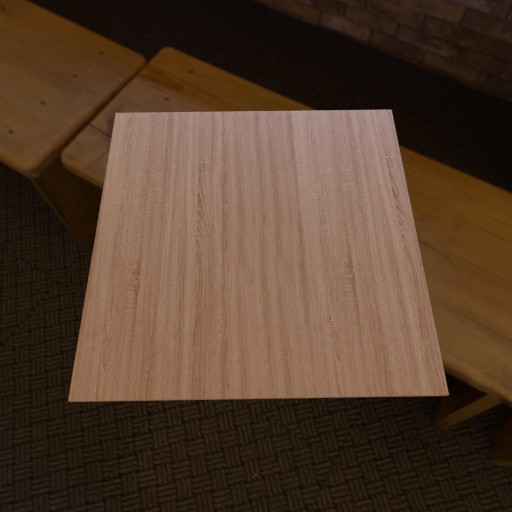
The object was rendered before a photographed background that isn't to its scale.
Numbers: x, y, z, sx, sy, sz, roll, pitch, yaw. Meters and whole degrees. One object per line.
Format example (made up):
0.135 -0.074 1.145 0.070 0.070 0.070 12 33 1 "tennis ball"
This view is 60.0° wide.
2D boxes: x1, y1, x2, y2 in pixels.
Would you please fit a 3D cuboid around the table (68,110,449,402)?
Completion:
0.000 0.000 1.369 0.890 0.305 0.890 -1 64 0 "table"
